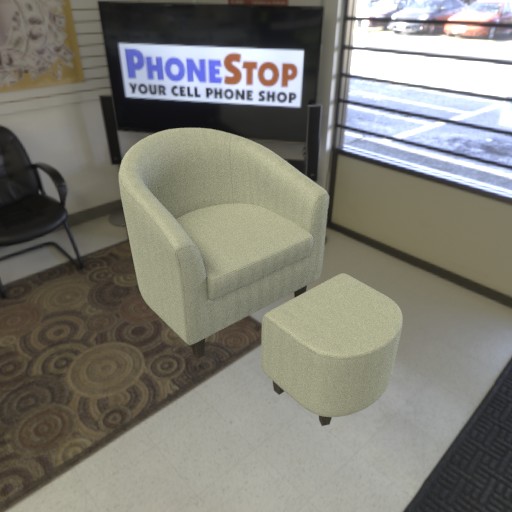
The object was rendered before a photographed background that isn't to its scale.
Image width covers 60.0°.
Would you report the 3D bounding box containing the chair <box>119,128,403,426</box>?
[{"bbox_3d":[0.000,0.000,1.792,0.756,0.757,1.288,-23,38,-33],"label":"chair"}]
